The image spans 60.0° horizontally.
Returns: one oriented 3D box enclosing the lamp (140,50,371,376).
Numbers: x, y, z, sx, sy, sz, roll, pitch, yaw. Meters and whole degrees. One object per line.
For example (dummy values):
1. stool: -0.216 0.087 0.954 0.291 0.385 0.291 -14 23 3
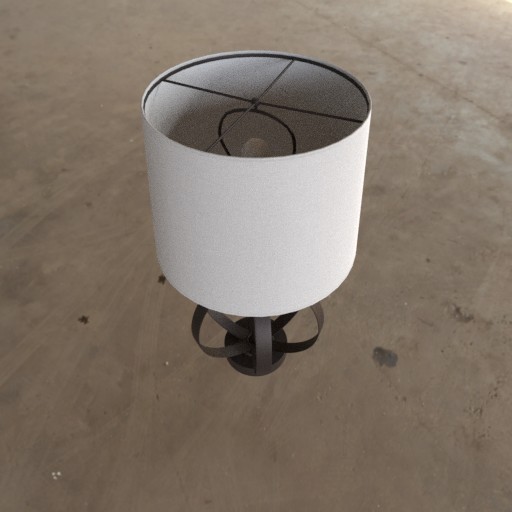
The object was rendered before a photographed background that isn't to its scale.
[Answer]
1. lamp: 0.000 0.000 0.672 0.286 0.510 0.286 0 46 0
